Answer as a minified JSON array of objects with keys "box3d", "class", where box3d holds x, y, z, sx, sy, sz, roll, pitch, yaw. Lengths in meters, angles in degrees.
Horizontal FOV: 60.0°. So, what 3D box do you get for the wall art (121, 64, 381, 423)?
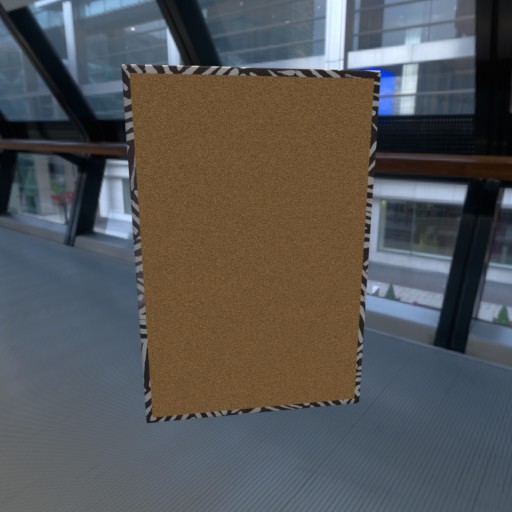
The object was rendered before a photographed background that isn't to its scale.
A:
[{"box3d":[0.000,0.000,1.166,0.615,0.918,0.035,-2,15,-9],"class":"wall art"}]
